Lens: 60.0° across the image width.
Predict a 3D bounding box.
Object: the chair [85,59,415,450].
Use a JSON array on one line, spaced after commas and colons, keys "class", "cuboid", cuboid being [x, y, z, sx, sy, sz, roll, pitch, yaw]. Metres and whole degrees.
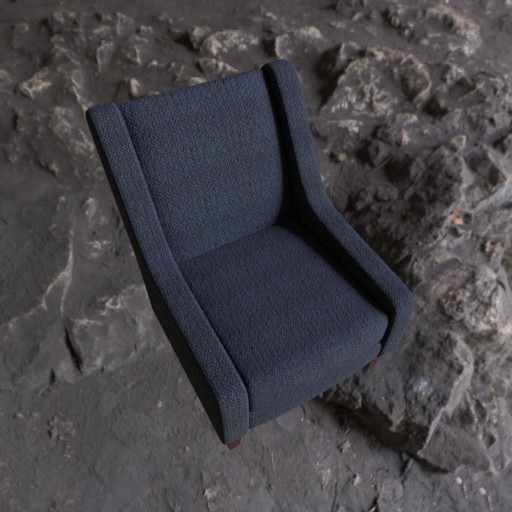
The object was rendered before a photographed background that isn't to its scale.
[{"class": "chair", "cuboid": [0.000, 0.000, 1.675, 0.793, 1.012, 0.944, -23, 51, -20]}]
